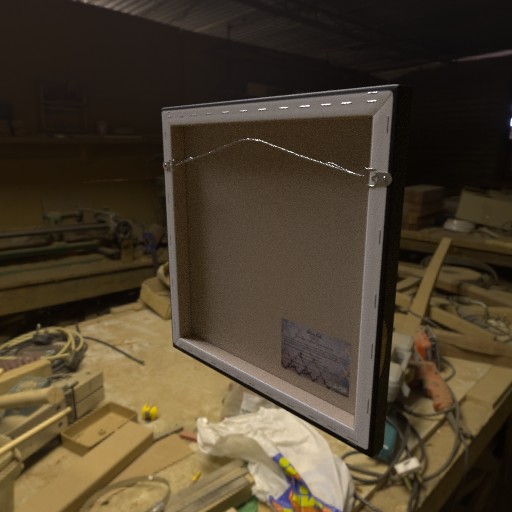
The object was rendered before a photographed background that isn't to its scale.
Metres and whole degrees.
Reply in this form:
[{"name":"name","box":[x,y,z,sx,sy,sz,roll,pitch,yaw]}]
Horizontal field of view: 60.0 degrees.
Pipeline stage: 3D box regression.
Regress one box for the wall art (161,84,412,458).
[{"name":"wall art","box":[0.000,0.000,0.914,0.043,0.611,0.610,-13,19,-43]}]
